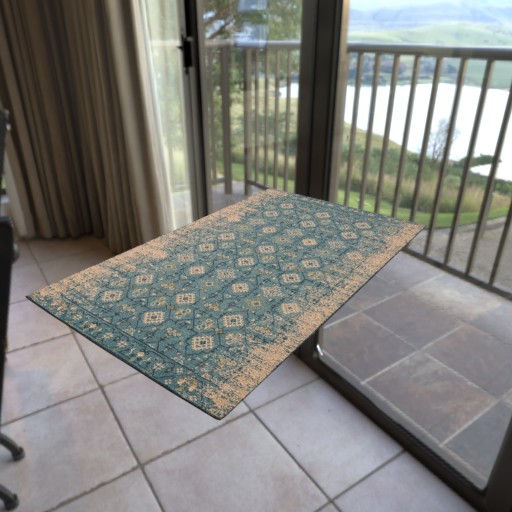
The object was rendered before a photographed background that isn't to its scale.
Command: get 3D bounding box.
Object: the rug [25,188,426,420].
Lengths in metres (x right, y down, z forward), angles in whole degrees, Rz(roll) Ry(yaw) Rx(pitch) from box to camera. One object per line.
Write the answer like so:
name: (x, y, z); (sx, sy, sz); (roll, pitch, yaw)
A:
rug: (0.000, 0.000, 2.203); (1.102, 0.008, 1.795); (19, 33, 33)
